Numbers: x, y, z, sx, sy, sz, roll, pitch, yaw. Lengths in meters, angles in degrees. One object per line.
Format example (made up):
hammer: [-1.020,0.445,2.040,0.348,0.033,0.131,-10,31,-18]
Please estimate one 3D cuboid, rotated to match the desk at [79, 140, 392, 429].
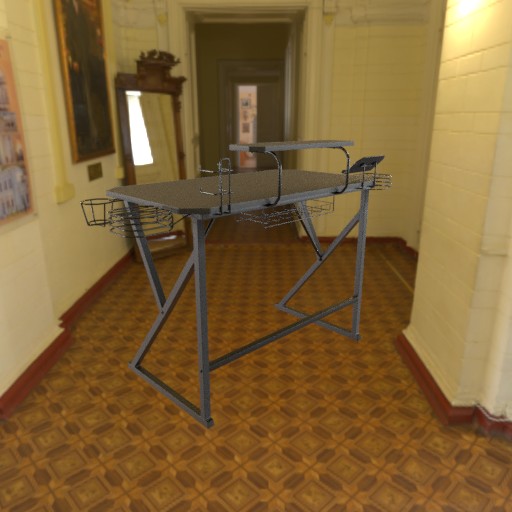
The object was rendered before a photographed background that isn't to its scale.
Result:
desk: [0.000,0.000,1.750,1.290,0.880,0.580,-16,23,-42]
